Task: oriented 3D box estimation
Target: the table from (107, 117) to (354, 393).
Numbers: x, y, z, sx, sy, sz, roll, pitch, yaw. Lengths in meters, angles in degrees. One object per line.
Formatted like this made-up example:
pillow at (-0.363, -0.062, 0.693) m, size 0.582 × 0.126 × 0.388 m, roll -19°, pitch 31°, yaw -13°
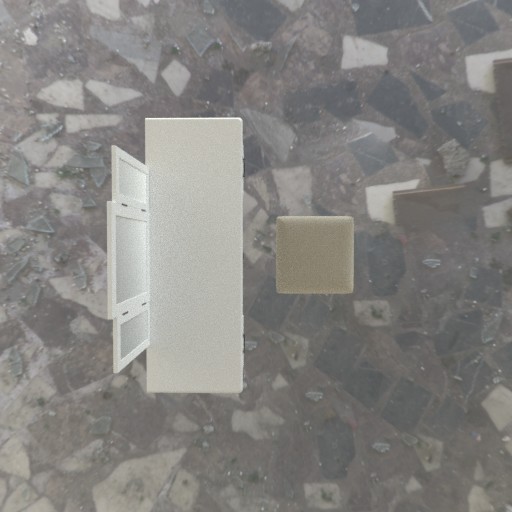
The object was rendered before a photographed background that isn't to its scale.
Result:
table at (0.000, 0.000, 2.298) m, size 1.115 × 1.310 × 1.369 m, roll 0°, pitch 91°, yaw 1°
